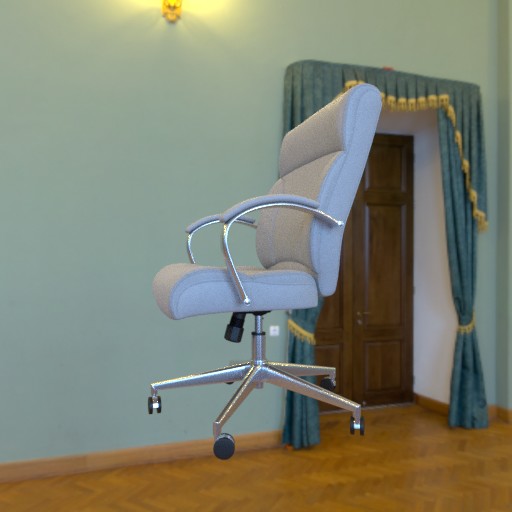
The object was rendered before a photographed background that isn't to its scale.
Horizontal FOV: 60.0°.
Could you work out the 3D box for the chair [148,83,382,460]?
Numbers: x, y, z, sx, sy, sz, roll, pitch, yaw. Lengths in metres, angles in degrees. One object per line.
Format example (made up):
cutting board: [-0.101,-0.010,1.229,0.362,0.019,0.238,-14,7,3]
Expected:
chair: [0.000,0.000,1.591,0.745,1.099,0.727,0,0,-18]
